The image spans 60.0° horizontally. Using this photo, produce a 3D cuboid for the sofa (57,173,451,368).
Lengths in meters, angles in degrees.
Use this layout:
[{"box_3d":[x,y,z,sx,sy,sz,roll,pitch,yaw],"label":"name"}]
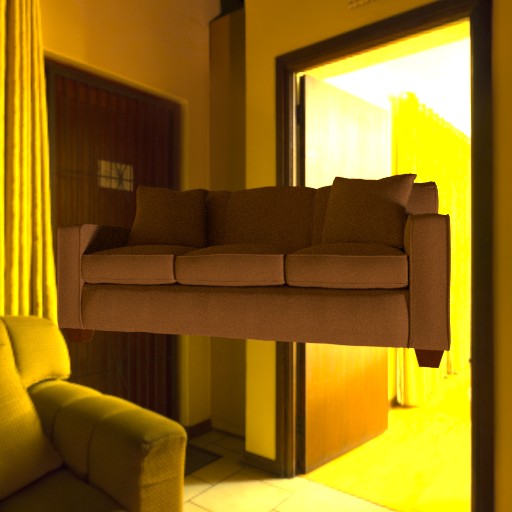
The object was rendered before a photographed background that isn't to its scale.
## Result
[{"box_3d":[0.000,0.000,2.565,2.024,0.958,0.997,0,0,18],"label":"sofa"}]
